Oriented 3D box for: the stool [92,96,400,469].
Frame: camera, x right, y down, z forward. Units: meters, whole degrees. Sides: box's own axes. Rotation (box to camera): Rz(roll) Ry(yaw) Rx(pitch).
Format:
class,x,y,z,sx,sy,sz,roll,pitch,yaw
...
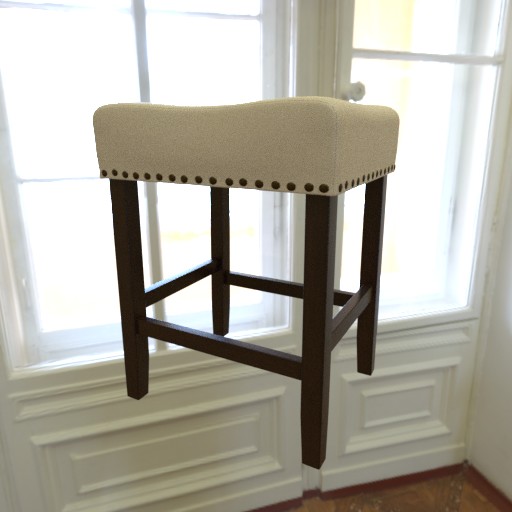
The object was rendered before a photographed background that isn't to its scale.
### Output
class,x,y,z,sx,sy,sz,roll,pitch,yaw
stool,0.000,0.000,0.936,0.471,0.609,0.401,9,19,27
